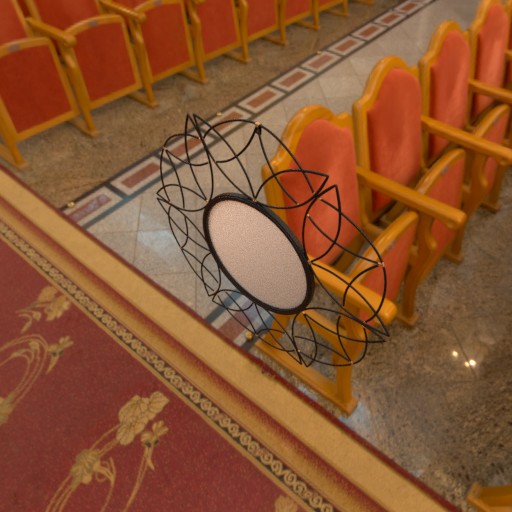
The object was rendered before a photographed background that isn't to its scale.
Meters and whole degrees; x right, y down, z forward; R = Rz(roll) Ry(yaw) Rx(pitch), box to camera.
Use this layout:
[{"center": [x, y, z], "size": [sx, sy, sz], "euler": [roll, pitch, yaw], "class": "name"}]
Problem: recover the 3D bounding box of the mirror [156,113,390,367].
[{"center": [0.000, 0.000, 1.184], "size": [0.797, 0.775, 0.028], "euler": [32, 54, 27], "class": "mirror"}]
